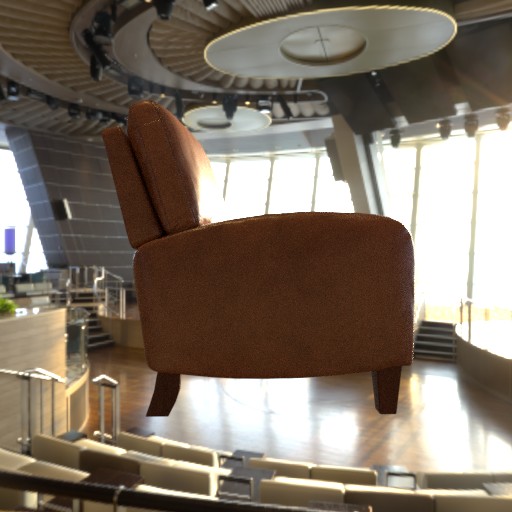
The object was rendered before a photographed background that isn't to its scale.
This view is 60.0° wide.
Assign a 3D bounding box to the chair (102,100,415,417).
[{"bbox_3d":[0.000,0.000,1.697,0.990,0.990,0.762,0,0,-1],"label":"chair"}]
